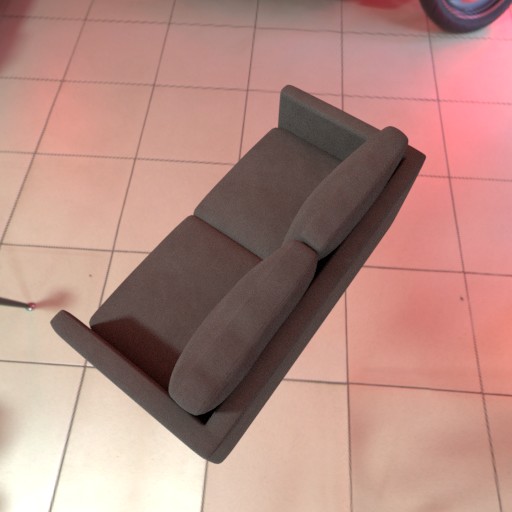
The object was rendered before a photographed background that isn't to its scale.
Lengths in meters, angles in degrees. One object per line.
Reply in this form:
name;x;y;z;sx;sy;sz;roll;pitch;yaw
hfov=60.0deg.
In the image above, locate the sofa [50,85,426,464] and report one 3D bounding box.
sofa;0.000;0.000;2.406;0.950;0.963;1.884;34;68;16
